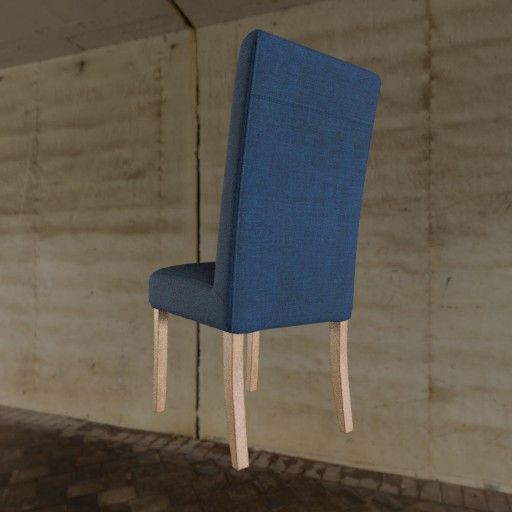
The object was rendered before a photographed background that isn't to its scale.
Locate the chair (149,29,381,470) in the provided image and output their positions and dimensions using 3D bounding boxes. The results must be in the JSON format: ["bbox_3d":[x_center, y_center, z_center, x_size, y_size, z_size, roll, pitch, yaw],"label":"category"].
[{"bbox_3d":[0.000,0.000,1.346,0.450,1.029,0.610,0,0,-36],"label":"chair"}]
